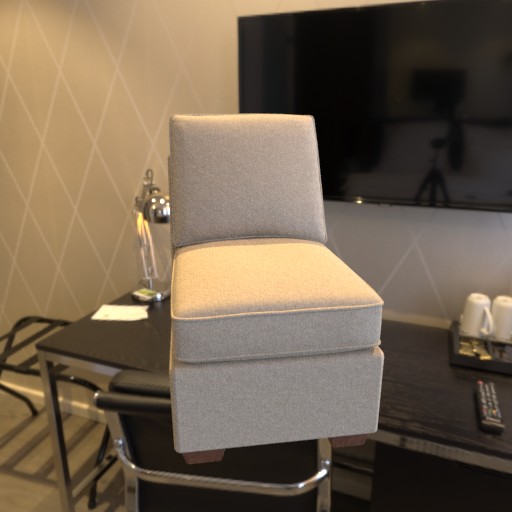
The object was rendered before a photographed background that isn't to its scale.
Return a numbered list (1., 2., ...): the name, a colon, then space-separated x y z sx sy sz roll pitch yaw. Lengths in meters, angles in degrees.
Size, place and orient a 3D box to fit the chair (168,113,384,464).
1. chair: 0.000 0.000 1.706 0.674 1.058 1.020 -2 17 -8
